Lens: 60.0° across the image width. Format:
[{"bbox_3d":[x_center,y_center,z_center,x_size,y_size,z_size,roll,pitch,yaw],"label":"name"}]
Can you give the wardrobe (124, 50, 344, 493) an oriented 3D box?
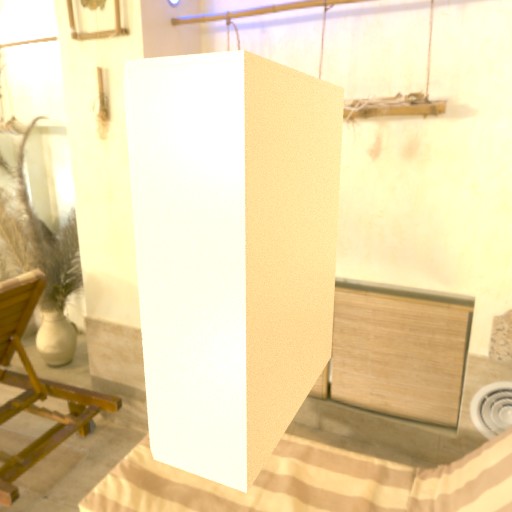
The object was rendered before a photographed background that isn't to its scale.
[{"bbox_3d":[0.000,0.000,1.596,0.360,1.200,0.900,7,17,24],"label":"wardrobe"}]
